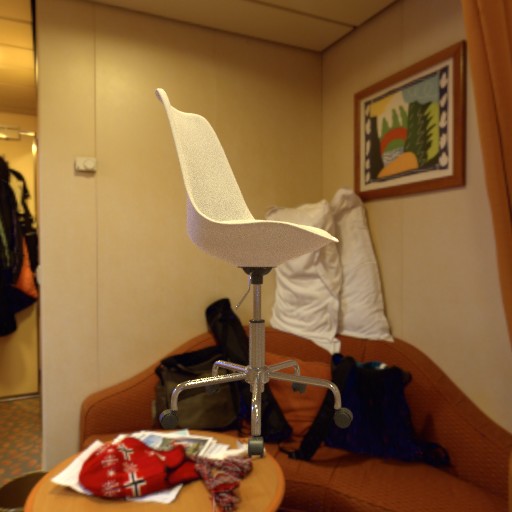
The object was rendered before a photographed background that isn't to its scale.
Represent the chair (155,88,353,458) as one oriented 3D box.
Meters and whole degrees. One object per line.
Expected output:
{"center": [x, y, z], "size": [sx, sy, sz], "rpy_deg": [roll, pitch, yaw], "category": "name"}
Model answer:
{"center": [0.000, 0.000, 1.285], "size": [0.550, 0.930, 0.550], "rpy_deg": [0, 1, 18], "category": "chair"}
